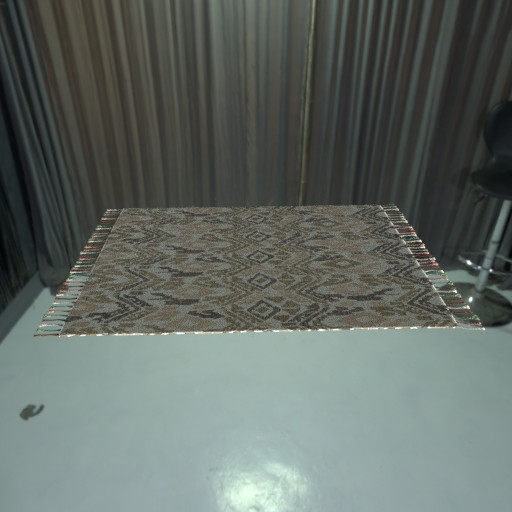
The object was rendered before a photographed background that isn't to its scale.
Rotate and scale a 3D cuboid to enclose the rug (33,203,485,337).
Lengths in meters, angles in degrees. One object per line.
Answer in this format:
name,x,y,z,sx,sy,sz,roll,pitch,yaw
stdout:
rug,0.000,0.000,2.284,1.829,0.008,1.219,-1,31,-2
